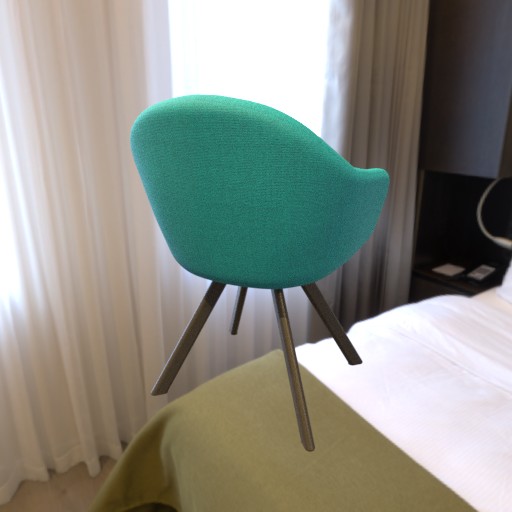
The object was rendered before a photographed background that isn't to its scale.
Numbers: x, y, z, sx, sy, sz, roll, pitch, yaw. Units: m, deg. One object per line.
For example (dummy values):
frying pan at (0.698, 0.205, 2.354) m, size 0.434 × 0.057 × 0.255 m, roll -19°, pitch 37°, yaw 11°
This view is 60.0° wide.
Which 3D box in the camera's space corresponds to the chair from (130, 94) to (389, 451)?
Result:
chair at (0.000, 0.000, 1.181) m, size 0.590 × 0.795 × 0.550 m, roll 9°, pitch 20°, yaw 26°
